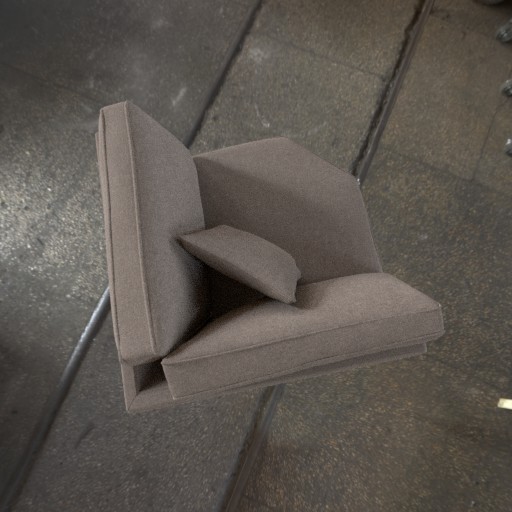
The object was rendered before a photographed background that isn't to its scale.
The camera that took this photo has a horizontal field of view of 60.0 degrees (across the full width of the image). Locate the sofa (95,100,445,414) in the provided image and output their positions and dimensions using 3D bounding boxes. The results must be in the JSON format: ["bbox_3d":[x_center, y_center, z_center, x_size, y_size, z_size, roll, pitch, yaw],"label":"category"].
[{"bbox_3d":[0.000,0.000,1.858,1.050,0.951,1.042,-10,75,-3],"label":"sofa"}]
